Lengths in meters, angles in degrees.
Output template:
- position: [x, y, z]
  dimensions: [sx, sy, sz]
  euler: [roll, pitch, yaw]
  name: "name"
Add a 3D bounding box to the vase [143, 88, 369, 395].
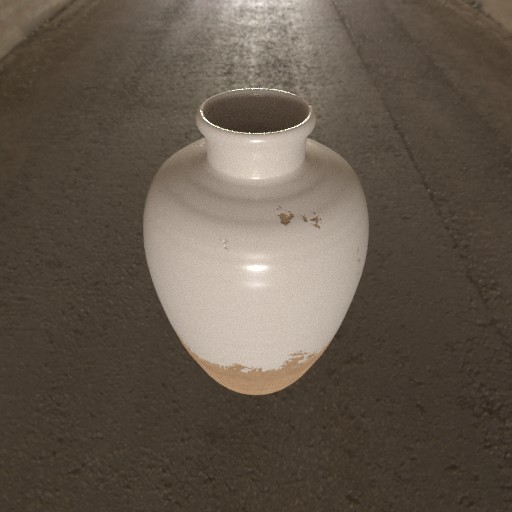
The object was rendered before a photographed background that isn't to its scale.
- position: [0.000, 0.000, 0.335]
  dimensions: [0.158, 0.228, 0.158]
  euler: [0, 41, 0]
  name: "vase"
